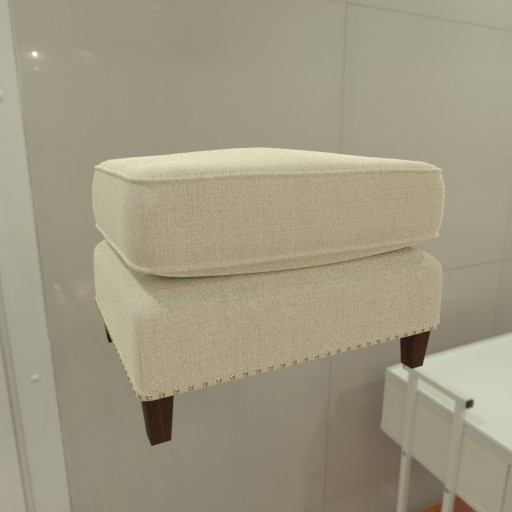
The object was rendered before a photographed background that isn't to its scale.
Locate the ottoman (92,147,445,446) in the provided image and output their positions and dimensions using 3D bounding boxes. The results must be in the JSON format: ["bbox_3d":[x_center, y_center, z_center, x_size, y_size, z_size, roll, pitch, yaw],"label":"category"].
[{"bbox_3d":[0.000,0.000,1.128,0.738,0.537,0.589,-7,16,-26],"label":"ottoman"}]
